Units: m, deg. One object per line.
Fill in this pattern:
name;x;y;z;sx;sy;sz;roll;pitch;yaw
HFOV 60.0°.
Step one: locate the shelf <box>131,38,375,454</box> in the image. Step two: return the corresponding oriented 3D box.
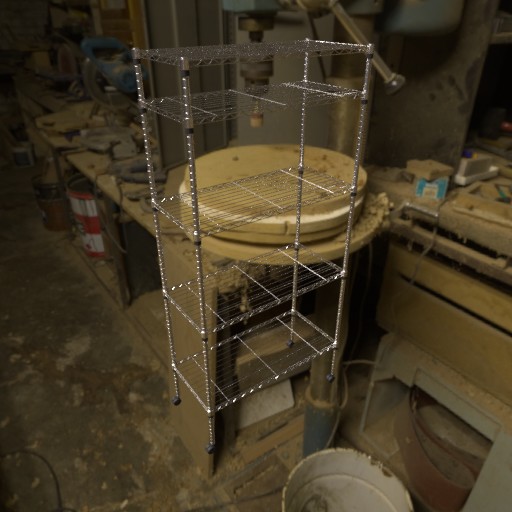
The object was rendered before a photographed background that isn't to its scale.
shelf;0.000;0.000;1.848;0.762;1.587;0.356;-20;35;-30
